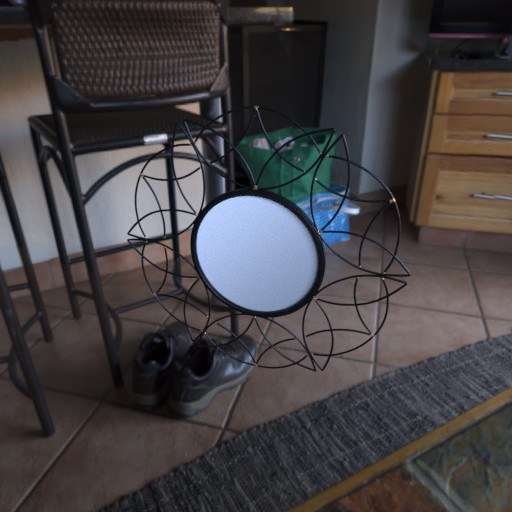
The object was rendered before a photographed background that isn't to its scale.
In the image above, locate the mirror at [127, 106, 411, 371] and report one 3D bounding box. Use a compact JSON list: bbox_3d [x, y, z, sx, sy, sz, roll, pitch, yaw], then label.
[{"bbox_3d":[0.000,0.000,1.199,0.797,0.775,0.028,8,28,16],"label":"mirror"}]
